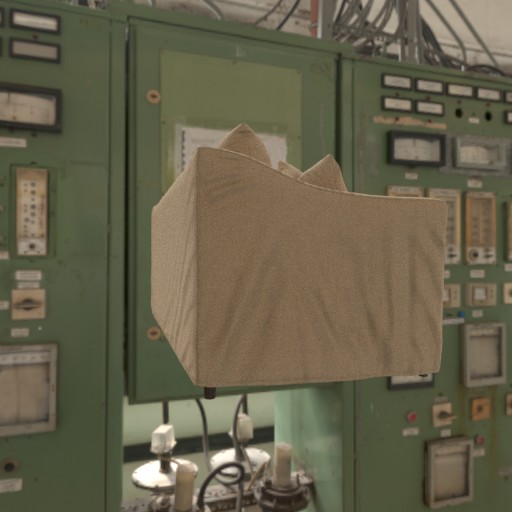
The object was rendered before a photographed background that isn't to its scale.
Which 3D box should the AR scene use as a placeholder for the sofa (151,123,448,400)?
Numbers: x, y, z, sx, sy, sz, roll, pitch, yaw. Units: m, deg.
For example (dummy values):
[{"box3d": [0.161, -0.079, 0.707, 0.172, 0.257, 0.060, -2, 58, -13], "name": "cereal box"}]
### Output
[{"box3d": [0.000, 0.000, 2.588, 1.072, 1.018, 2.010, 0, 0, -17], "name": "sofa"}]
